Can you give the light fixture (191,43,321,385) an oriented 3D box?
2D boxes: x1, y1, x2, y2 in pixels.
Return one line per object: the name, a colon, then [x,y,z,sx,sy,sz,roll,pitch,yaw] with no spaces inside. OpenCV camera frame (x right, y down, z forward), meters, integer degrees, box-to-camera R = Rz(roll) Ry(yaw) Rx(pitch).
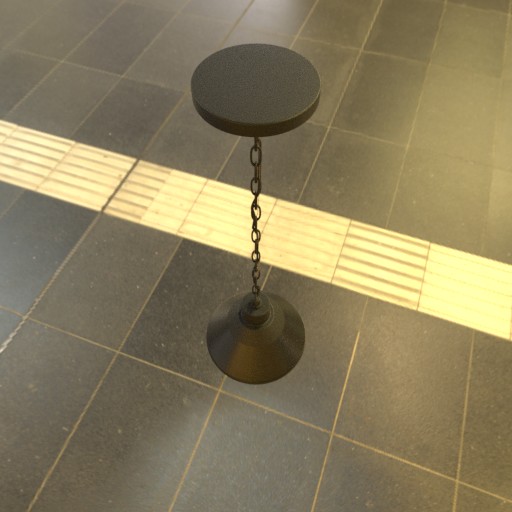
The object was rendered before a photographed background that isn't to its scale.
light fixture: [0.000,0.000,0.653,0.201,0.588,0.201,1,57,0]
